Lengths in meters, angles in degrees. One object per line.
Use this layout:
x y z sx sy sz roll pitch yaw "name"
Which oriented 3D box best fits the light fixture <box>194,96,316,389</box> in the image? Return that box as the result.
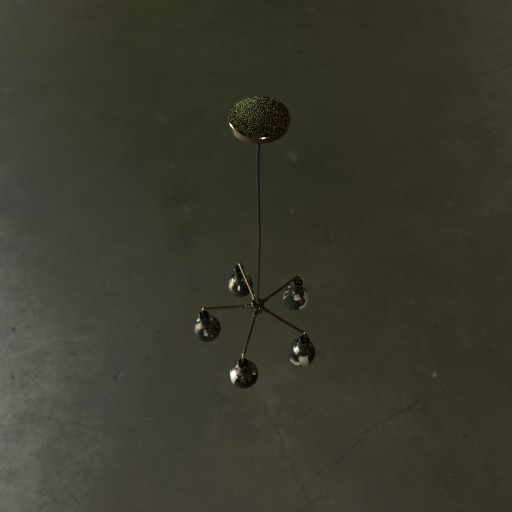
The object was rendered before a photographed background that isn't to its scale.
0.000 0.000 1.213 0.438 0.988 0.421 -18 60 -11 "light fixture"
